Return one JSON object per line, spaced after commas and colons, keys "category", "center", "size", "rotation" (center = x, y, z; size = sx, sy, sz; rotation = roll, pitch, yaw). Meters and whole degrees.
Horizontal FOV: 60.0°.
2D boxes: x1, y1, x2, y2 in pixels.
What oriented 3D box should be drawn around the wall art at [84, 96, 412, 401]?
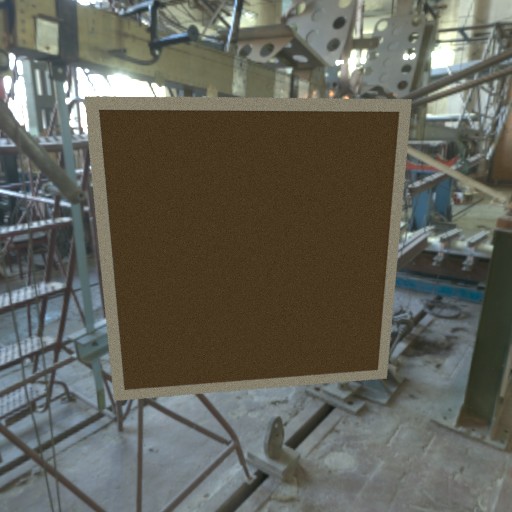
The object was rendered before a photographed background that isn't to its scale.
{"category": "wall art", "center": [0.000, 0.000, 1.206], "size": [0.812, 0.812, 0.015], "rotation": [-2, 16, -8]}
